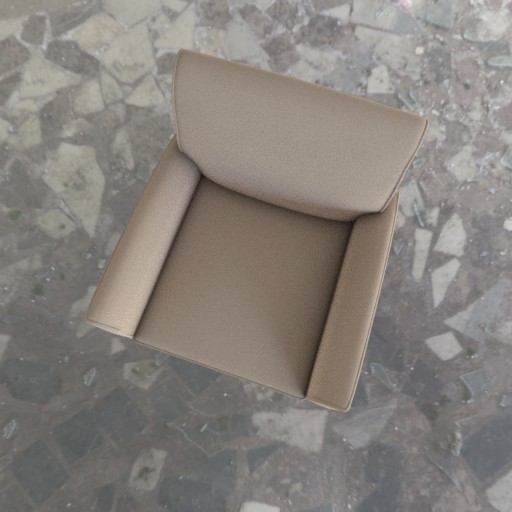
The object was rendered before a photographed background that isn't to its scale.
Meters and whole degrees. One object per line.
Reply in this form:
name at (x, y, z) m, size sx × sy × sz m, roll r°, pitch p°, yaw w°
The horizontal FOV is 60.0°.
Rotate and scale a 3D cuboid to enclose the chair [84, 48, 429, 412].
chair at (0.000, 0.000, 1.549) m, size 0.820 × 0.915 × 0.820 m, roll 18°, pitch 76°, yaw 5°
